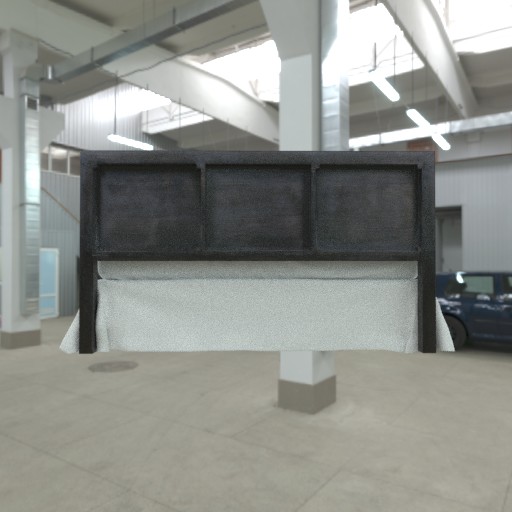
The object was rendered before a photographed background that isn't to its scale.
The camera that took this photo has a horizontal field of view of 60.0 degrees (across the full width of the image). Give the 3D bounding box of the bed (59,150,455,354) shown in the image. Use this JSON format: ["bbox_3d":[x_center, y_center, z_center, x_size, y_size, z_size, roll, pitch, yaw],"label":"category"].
[{"bbox_3d":[0.000,0.000,3.562,2.255,1.158,2.165,0,-1,-1],"label":"bed"}]
